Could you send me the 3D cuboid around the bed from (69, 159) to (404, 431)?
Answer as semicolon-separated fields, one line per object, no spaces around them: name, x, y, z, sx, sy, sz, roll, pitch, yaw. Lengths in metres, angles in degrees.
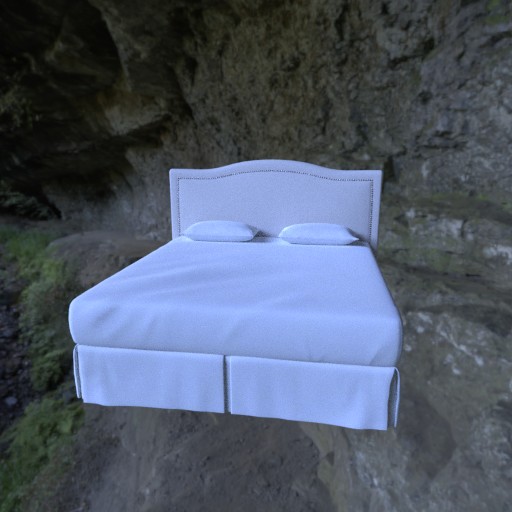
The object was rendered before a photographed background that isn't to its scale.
bed;0.000;0.000;3.448;2.083;1.421;2.182;2;14;9
